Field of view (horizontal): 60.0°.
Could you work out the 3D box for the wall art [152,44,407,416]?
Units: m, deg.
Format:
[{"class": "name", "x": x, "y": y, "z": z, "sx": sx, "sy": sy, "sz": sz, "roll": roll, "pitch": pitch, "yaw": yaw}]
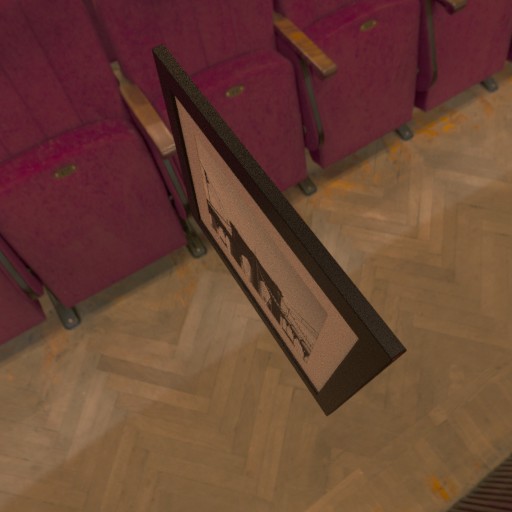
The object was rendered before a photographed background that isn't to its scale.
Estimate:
[{"class": "wall art", "x": 0.000, "y": 0.000, "z": 0.730, "sx": 0.018, "sy": 0.450, "sz": 0.521, "roll": -30, "pitch": 67, "yaw": -14}]
